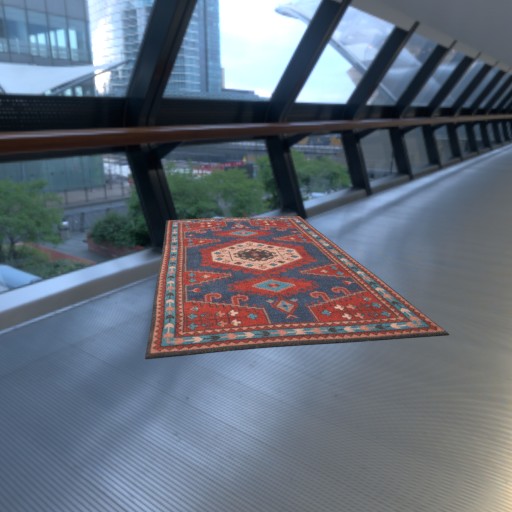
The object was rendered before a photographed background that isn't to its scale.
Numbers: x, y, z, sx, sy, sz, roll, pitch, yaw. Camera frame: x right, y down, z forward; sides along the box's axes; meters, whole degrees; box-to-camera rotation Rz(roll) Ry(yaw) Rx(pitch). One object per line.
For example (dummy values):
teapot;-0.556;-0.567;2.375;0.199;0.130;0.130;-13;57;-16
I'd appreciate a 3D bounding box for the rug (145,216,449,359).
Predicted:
rug;0.000;0.000;3.582;1.522;0.034;3.032;-3;17;-9
